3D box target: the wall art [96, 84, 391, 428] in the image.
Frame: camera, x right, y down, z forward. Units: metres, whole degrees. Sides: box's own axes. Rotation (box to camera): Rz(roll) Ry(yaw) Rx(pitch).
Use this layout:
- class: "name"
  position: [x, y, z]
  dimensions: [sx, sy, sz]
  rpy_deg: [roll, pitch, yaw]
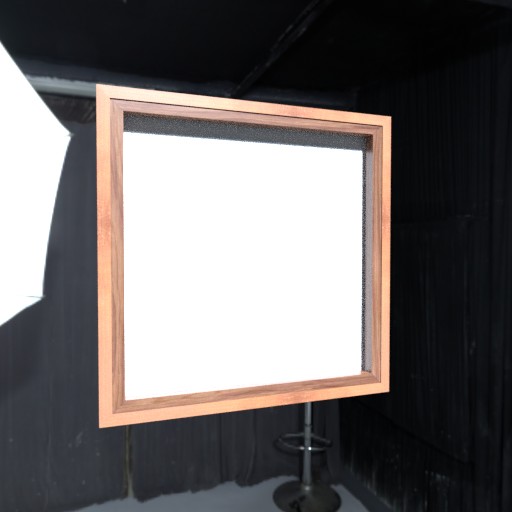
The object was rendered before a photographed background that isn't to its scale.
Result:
- class: "wall art"
  position: [0.000, 0.000, 0.600]
  dimensions: [0.403, 0.403, 0.035]
  rpy_deg: [0, 1, -19]
